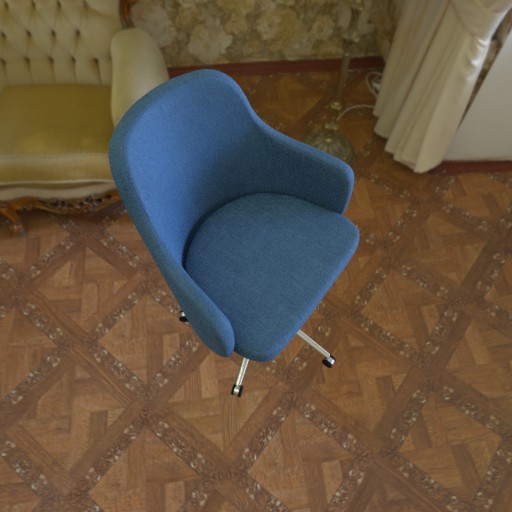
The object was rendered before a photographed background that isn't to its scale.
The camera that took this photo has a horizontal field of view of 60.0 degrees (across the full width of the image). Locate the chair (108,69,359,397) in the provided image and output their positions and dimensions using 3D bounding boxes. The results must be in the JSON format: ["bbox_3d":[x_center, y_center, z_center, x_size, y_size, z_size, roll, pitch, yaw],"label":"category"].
[{"bbox_3d":[0.000,0.000,1.277,0.655,0.820,0.599,32,64,18],"label":"chair"}]
